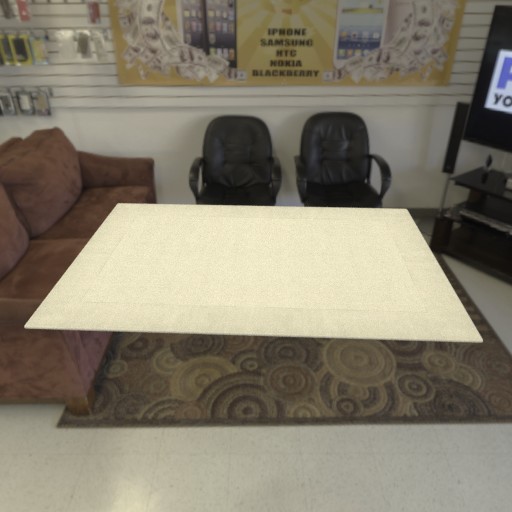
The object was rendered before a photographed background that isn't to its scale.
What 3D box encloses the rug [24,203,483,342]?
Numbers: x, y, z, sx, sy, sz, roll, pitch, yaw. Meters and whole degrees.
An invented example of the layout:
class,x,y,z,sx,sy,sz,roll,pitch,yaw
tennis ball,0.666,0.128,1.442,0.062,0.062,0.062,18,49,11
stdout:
class,x,y,z,sx,sy,sz,roll,pitch,yaw
rug,0.000,0.000,2.280,1.829,0.013,1.219,1,31,2
